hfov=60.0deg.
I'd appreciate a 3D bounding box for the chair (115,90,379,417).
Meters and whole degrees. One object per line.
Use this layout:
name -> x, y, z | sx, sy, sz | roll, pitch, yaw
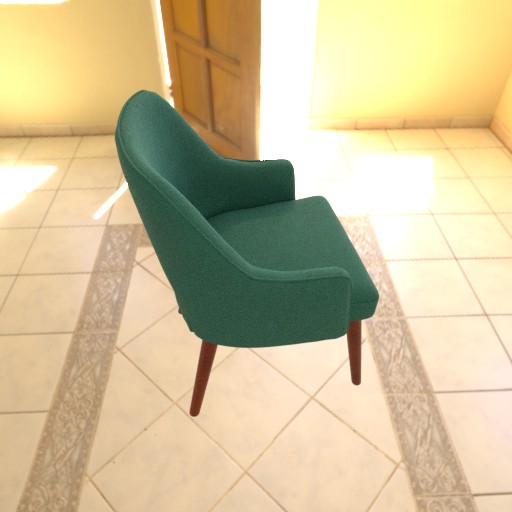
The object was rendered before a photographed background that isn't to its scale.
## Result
chair -> 0.000, 0.000, 1.245 | 0.605, 0.849, 0.548 | -8, 44, -9
